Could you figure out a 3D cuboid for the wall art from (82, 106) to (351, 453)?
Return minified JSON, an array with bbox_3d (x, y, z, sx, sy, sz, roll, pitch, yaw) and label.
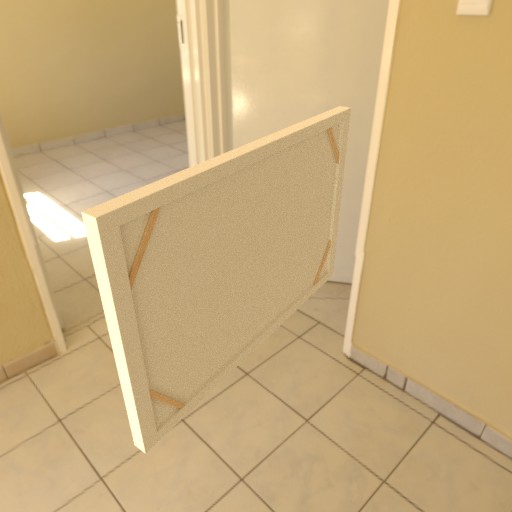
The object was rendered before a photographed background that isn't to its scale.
[{"bbox_3d":[0.000,0.000,1.190,0.038,0.609,0.914,21,37,30],"label":"wall art"}]
